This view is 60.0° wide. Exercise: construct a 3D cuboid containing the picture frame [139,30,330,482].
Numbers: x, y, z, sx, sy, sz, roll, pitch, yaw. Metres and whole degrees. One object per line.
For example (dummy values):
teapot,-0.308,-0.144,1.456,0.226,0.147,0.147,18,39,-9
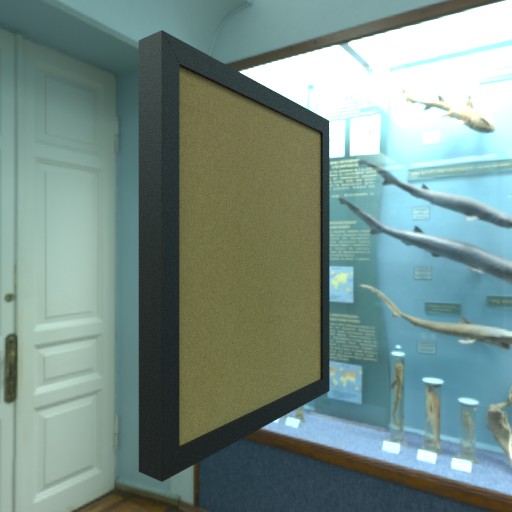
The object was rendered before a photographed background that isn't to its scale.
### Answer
picture frame,0.000,0.000,0.740,0.044,0.555,0.452,0,0,36
